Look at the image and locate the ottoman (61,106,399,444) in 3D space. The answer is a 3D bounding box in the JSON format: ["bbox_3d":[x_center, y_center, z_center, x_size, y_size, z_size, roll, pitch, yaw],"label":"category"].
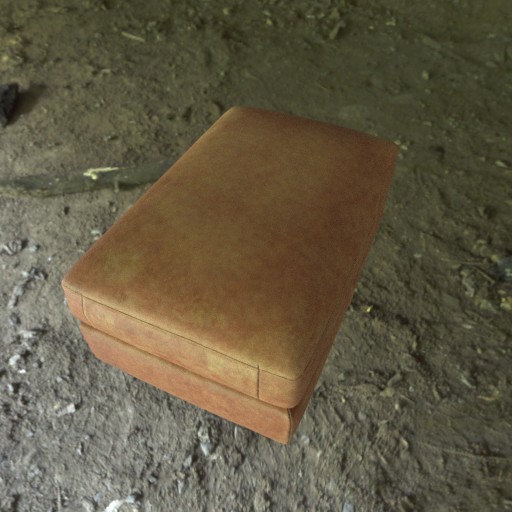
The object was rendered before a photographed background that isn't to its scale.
[{"bbox_3d":[0.000,0.000,1.228,0.565,0.507,0.852,19,50,17],"label":"ottoman"}]
